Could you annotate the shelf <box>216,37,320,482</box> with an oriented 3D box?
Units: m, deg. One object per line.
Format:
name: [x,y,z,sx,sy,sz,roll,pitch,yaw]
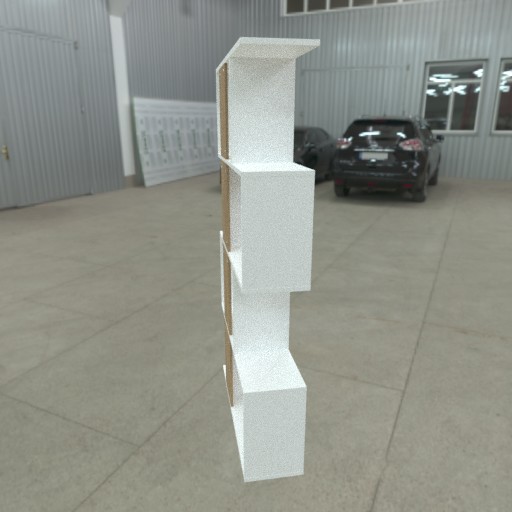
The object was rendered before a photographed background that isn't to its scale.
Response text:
shelf: [0.000,0.000,2.006,0.250,1.650,0.890,-3,17,-9]
